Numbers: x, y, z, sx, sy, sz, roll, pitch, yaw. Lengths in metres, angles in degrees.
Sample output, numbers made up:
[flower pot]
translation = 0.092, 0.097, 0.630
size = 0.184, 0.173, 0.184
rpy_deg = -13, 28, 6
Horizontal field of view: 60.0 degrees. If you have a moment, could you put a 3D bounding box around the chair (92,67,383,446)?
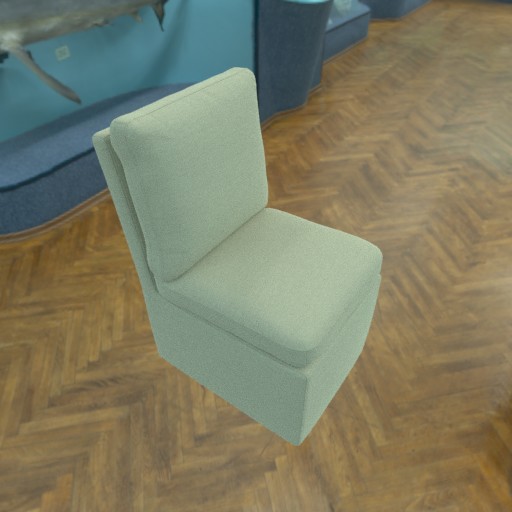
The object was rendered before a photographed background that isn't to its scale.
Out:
[chair]
translation = 0.000, 0.000, 1.361
size = 0.698, 0.927, 0.503
rpy_deg = 25, 47, 26
